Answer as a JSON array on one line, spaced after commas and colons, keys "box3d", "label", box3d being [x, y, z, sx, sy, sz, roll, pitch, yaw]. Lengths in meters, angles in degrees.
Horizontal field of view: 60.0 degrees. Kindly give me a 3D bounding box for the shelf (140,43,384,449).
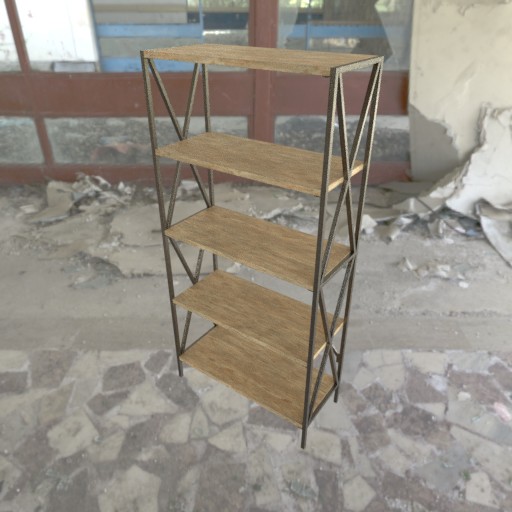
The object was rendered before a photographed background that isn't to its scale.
[{"box3d": [0.000, 0.000, 2.156, 0.874, 1.803, 0.386, 20, 36, 30], "label": "shelf"}]
